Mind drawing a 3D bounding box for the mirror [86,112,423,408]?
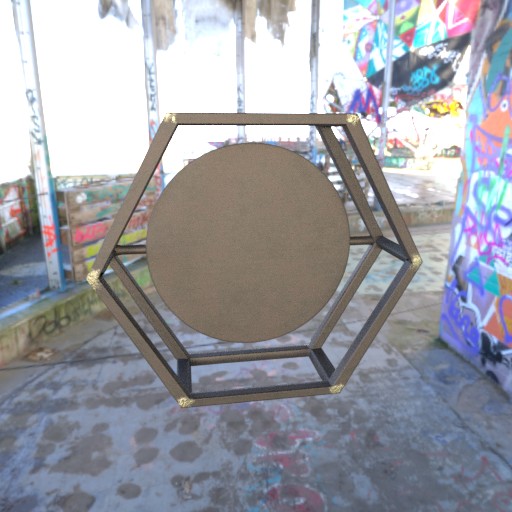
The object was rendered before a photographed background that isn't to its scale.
[{"bbox_3d":[0.000,0.000,0.550,0.380,0.334,0.119,-2,16,-9],"label":"mirror"}]
